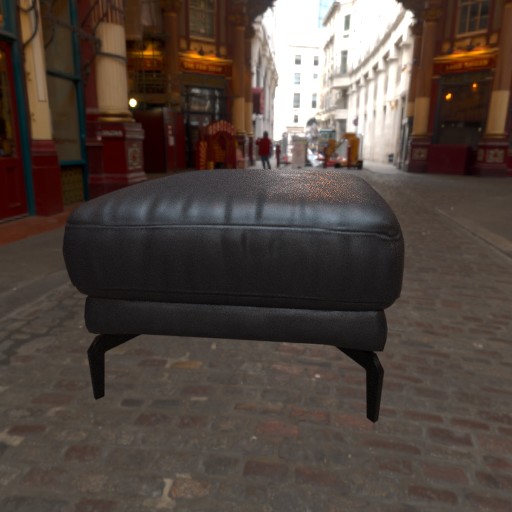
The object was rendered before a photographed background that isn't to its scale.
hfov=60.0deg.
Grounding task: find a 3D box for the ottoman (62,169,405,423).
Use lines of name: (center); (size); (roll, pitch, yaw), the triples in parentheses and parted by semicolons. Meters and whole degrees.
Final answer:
ottoman: (0.000, 0.000, 1.072); (0.570, 0.402, 0.764); (2, 15, 8)
